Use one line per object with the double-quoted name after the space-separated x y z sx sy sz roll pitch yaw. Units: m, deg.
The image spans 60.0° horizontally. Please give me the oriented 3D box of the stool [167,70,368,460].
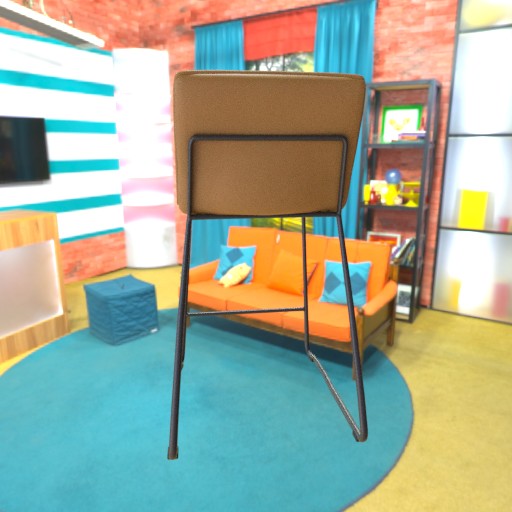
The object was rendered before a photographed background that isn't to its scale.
0.000 0.000 1.202 0.489 0.866 0.524 -2 14 -8 "stool"
